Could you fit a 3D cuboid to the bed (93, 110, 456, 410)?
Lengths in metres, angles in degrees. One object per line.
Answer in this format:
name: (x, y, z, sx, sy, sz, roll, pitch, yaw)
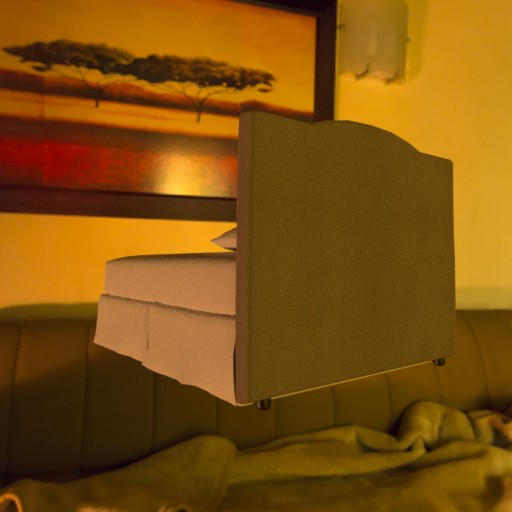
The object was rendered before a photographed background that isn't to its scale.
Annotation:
bed: (0.000, 0.000, 3.275, 1.744, 1.441, 2.128, 1, -1, -37)
